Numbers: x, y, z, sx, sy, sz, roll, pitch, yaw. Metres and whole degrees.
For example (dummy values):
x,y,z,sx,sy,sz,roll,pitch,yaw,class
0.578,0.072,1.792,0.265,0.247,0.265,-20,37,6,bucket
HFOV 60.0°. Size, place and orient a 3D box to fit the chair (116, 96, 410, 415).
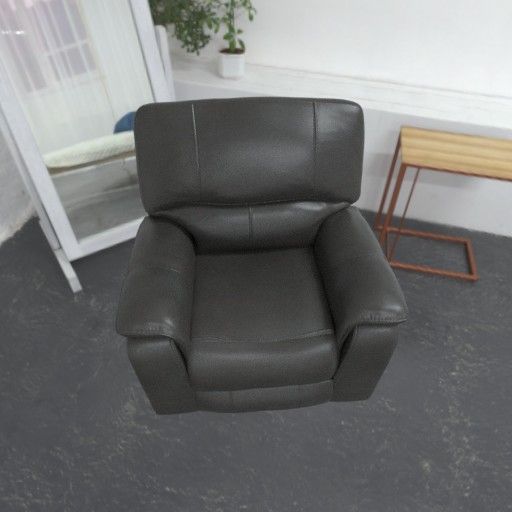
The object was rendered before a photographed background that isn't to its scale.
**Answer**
x,y,z,sx,sy,sz,roll,pitch,yaw,class
0.000,0.000,1.996,1.096,1.109,1.087,-3,45,-3,chair
